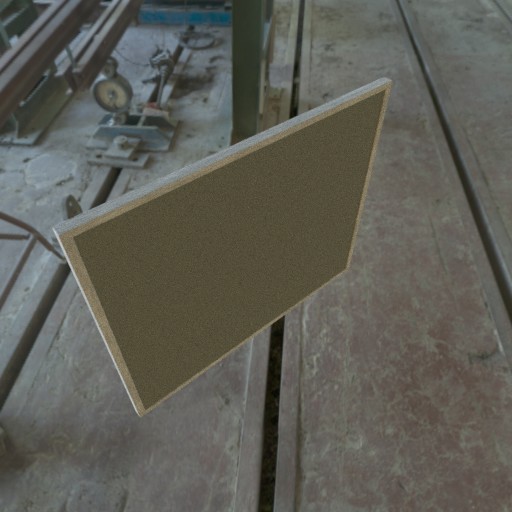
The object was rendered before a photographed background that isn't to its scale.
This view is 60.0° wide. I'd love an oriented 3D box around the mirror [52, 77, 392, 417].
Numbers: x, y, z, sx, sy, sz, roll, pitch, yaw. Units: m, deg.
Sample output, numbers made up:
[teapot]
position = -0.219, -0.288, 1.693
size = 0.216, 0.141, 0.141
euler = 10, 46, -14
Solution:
[mirror]
position = 0.000, 0.000, 1.142
size = 0.839, 0.689, 0.028
euler = -31, 54, -26
